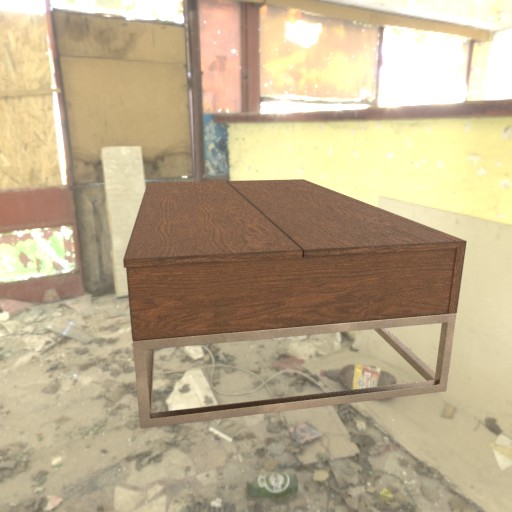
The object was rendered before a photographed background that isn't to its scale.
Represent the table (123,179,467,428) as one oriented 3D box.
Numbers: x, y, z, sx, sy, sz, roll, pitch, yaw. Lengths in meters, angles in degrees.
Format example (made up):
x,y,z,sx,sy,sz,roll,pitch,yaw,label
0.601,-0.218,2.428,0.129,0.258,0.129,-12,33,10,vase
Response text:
x,y,z,sx,sy,sz,roll,pitch,yaw,label
0.000,0.000,1.468,0.719,0.361,1.167,-3,17,-11,table
